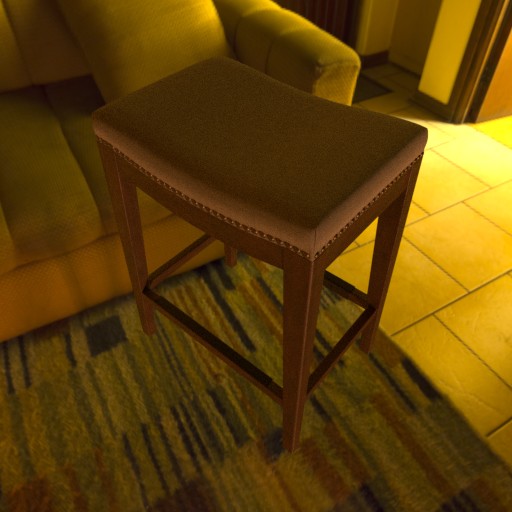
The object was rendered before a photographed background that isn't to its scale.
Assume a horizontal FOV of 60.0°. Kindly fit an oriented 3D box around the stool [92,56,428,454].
[{"bbox_3d":[0.000,0.000,0.961,0.508,0.660,0.356,31,53,27],"label":"stool"}]
